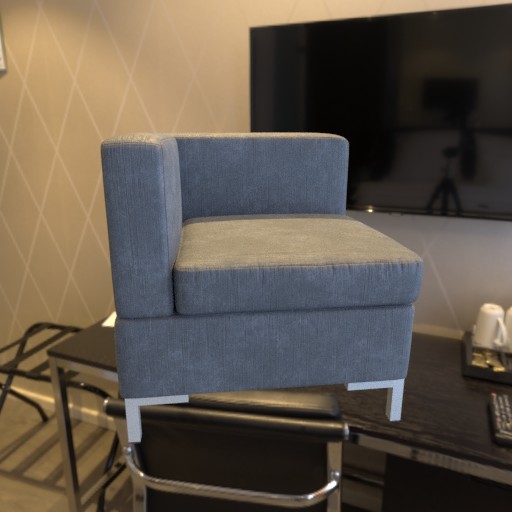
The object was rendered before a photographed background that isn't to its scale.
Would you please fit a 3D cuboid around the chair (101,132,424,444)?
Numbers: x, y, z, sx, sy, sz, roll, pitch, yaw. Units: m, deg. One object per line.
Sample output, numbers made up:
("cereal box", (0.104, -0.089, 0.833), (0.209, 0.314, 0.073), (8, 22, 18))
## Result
("chair", (0.000, 0.000, 1.231), (0.680, 0.660, 0.680), (-2, 16, -7))
